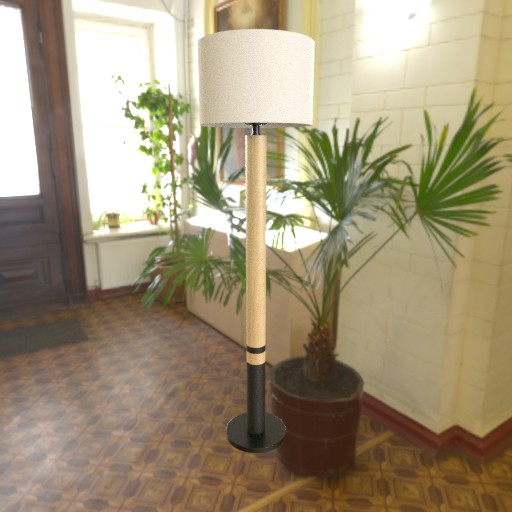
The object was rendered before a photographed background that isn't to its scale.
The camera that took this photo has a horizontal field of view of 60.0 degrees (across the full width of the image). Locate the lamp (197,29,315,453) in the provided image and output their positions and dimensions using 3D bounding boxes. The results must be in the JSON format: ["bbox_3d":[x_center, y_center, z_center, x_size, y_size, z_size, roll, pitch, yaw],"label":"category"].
[{"bbox_3d":[0.000,0.000,1.621,0.381,1.478,0.381,2,14,10],"label":"lamp"}]
